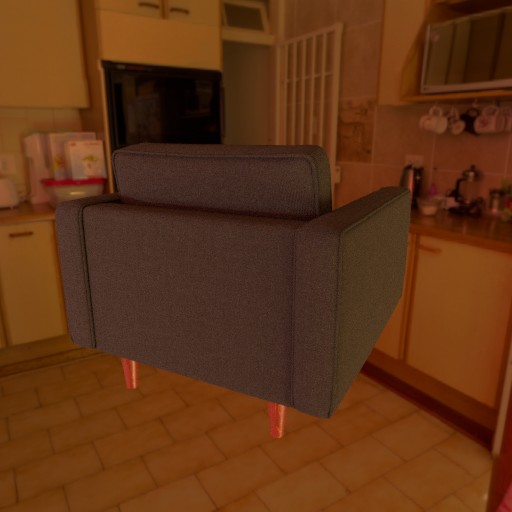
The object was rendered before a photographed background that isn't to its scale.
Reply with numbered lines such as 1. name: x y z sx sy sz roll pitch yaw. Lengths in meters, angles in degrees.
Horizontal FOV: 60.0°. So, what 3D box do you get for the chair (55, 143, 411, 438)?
1. chair: 0.000 0.000 1.549 0.899 0.770 0.919 8 17 26
